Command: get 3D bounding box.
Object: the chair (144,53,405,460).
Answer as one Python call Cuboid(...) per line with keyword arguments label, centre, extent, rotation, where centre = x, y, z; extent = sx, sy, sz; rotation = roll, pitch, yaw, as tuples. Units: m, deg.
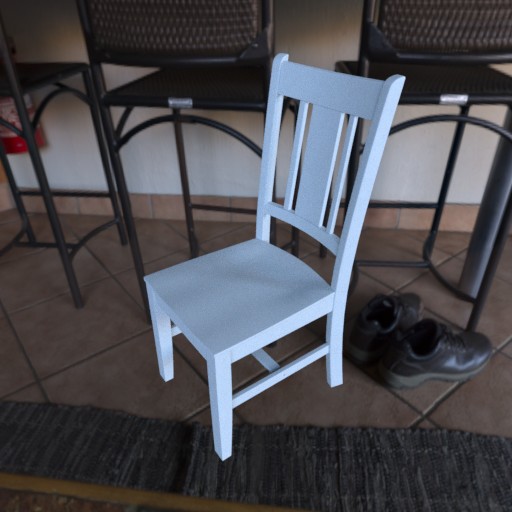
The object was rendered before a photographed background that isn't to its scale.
Cuboid(label="chair", centre=(0.000, 0.000, 1.291), extent=(0.555, 0.998, 0.450), rotation=(-21, 38, -30))
